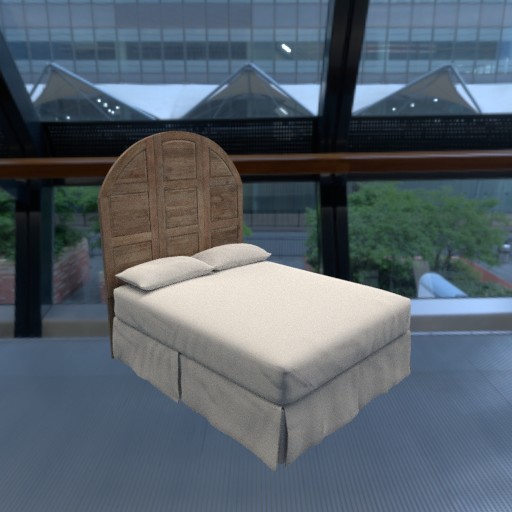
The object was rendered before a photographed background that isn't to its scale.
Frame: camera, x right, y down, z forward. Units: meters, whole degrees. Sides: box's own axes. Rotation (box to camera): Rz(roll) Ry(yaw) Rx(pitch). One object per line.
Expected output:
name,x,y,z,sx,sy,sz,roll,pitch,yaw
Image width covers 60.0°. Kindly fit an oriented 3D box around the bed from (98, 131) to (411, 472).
bed,0.000,0.000,3.630,2.112,2.002,1.713,14,20,43
